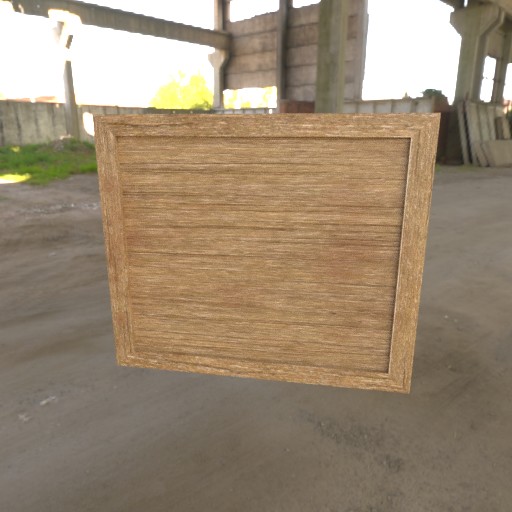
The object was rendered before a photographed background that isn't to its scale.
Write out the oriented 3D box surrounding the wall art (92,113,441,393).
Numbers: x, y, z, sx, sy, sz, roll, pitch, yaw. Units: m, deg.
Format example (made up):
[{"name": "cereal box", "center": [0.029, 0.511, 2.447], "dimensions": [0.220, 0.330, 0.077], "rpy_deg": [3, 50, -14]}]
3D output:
[{"name": "wall art", "center": [0.000, 0.000, 0.962], "dimensions": [0.690, 0.588, 0.026], "rpy_deg": [3, 17, 10]}]
